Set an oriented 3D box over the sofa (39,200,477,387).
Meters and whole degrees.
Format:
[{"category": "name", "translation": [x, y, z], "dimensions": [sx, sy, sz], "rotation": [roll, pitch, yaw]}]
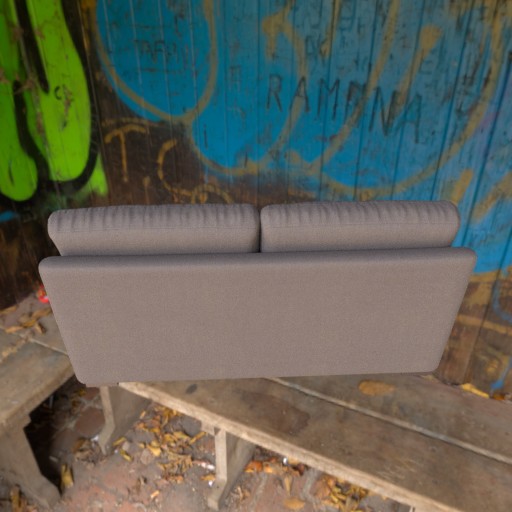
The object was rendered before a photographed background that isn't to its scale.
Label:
[{"category": "sofa", "translation": [0.000, 0.000, 2.436], "dimensions": [1.880, 0.940, 1.143], "rotation": [-1, 30, -2]}]
